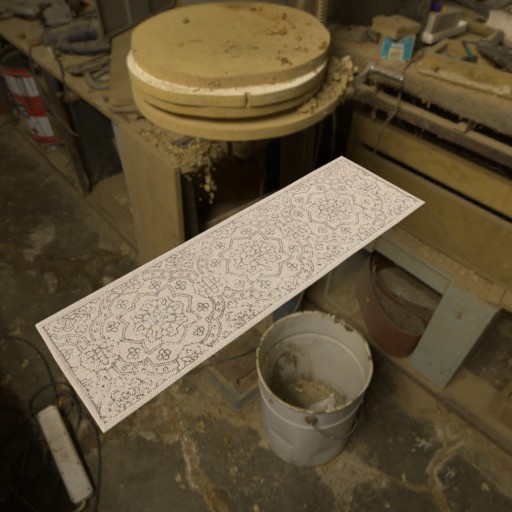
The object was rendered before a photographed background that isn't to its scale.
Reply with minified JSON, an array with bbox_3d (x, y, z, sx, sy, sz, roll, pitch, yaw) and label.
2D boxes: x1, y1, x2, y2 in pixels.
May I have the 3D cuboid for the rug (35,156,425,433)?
[{"bbox_3d":[0.000,0.000,2.703,2.448,0.012,0.769,-32,54,-27],"label":"rug"}]
